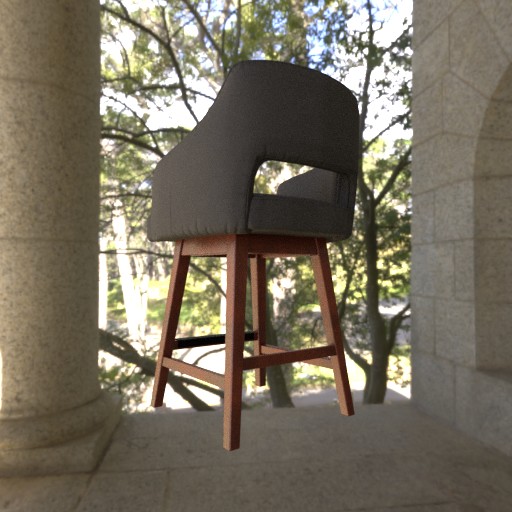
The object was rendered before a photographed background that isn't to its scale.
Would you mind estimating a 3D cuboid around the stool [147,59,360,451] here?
[{"bbox_3d":[0.000,0.000,1.302,0.548,0.912,0.558,2,-3,-37],"label":"stool"}]
